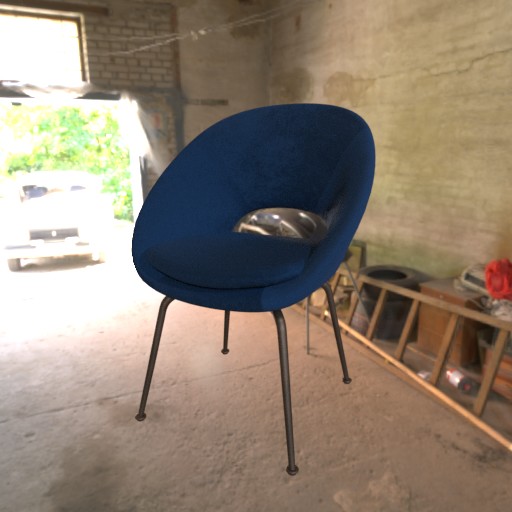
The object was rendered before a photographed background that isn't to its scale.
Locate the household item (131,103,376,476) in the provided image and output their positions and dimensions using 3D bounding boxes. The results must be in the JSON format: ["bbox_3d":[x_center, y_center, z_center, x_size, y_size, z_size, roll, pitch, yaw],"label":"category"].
[{"bbox_3d":[0.000,0.000,1.244,0.623,0.852,0.573,7,16,26],"label":"household item"}]
